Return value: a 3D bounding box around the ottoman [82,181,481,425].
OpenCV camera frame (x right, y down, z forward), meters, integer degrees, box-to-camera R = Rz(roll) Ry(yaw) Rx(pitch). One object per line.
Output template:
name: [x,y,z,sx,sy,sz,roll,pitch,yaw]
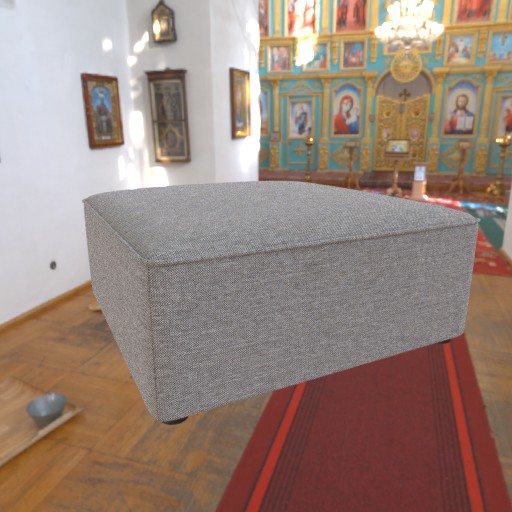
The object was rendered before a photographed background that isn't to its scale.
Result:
ottoman: [0.000,0.000,1.547,1.005,0.455,1.005,-8,17,-26]
